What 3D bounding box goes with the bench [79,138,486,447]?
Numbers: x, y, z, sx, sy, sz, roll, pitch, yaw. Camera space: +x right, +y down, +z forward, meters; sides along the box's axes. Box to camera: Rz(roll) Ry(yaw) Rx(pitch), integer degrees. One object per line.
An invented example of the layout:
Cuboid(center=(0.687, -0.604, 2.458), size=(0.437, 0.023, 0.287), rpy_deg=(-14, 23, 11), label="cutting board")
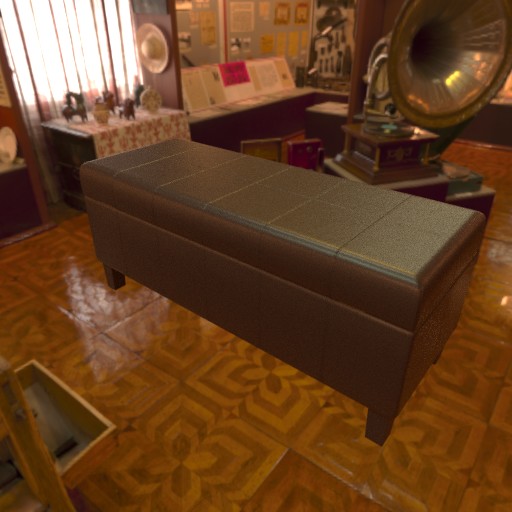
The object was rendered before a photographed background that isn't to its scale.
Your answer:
Cuboid(center=(0.000, 0.000, 1.318), size=(1.092, 0.457, 0.429), rpy_deg=(22, 36, 33), label="bench")
